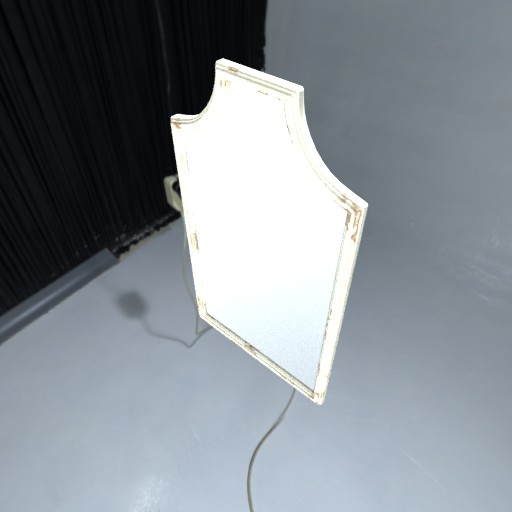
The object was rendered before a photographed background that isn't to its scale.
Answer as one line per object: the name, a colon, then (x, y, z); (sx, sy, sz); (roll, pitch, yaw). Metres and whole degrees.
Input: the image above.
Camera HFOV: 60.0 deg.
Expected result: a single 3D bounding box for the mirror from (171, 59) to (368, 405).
mirror: (0.000, 0.000, 0.873); (0.403, 0.717, 0.022); (31, 53, 27)
